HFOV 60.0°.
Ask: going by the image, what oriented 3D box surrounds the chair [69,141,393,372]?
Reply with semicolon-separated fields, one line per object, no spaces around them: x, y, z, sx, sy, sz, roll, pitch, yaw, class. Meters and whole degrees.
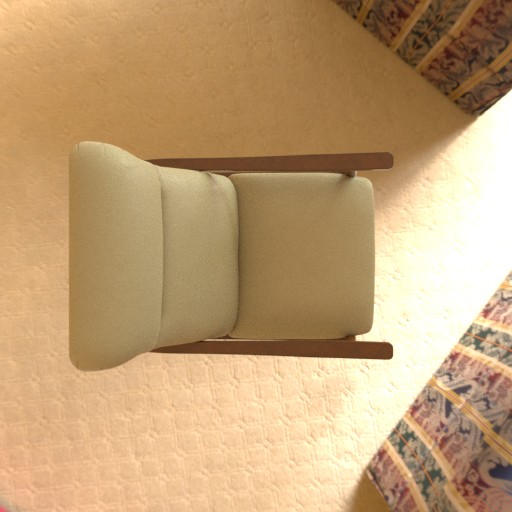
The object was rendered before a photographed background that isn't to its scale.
0.000;0.000;1.715;1.014;1.082;0.762;0;90;0;chair
